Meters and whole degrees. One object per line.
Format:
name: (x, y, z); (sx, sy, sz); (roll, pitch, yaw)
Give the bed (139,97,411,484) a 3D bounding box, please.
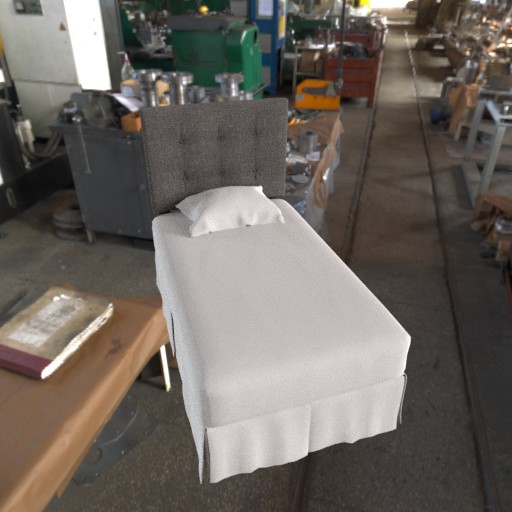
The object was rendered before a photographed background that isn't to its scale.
bed: (0.000, 0.000, 2.942); (1.261, 1.571, 1.997); (-10, 33, -15)
